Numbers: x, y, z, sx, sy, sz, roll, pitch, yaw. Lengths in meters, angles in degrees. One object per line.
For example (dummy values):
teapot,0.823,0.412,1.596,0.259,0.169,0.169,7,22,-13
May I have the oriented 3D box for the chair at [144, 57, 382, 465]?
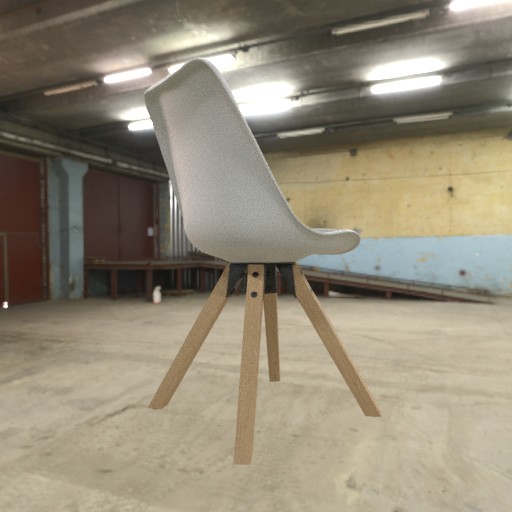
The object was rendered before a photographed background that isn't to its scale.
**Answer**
chair,0.000,0.000,1.192,0.550,0.850,0.485,0,0,-38
